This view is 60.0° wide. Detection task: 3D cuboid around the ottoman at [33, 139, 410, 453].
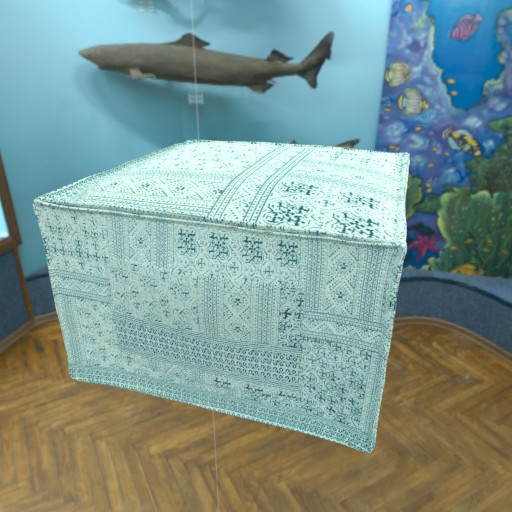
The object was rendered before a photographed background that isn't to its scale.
[{"bbox_3d":[0.000,0.000,0.997,0.617,0.439,0.626,8,26,16],"label":"ottoman"}]
